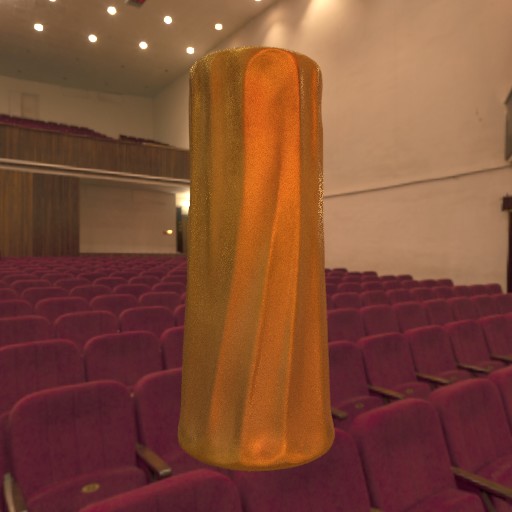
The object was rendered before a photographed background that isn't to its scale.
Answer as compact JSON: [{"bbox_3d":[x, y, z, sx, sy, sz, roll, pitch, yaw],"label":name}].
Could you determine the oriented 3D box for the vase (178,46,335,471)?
[{"bbox_3d":[0.000,0.000,0.175,0.061,0.143,0.061,0,-1,0],"label":"vase"}]
